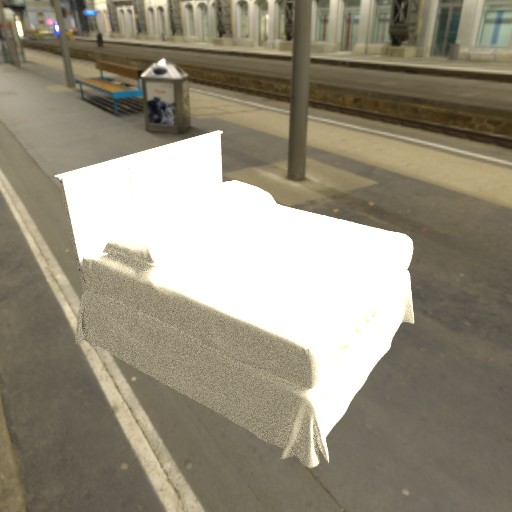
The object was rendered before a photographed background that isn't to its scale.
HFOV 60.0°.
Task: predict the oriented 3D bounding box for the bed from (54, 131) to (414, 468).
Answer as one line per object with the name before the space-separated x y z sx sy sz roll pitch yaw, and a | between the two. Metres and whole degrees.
bed | 0.000 0.000 3.202 2.047 1.269 1.876 18 32 30
